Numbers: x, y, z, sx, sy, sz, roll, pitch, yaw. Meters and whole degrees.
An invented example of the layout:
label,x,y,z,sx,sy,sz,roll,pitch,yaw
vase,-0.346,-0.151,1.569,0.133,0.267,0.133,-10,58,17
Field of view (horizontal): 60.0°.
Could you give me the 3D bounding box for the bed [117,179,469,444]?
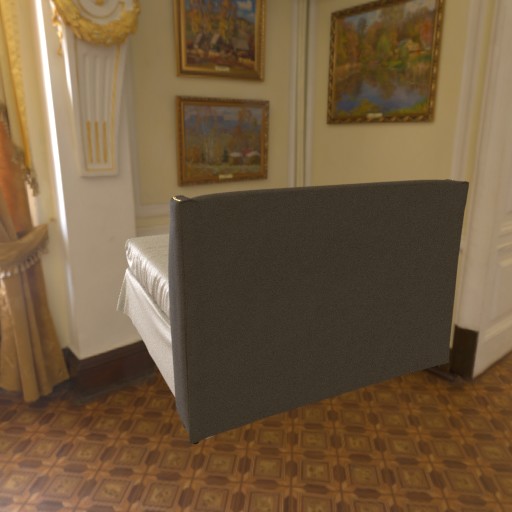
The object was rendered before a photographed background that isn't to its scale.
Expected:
label,x,y,z,sx,sy,sz,roll,pitch,yaw
bed,0.000,0.000,3.519,1.925,1.332,2.276,-7,17,-25
